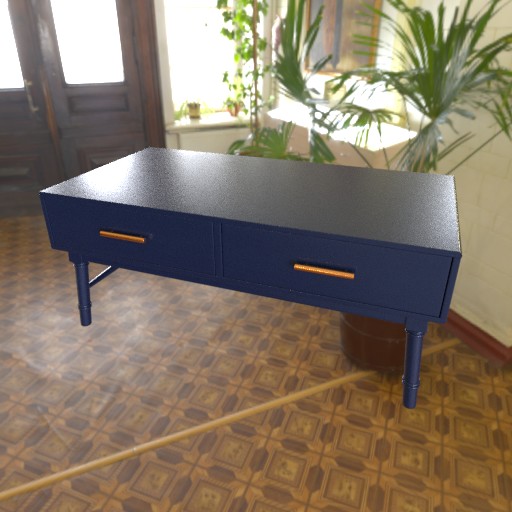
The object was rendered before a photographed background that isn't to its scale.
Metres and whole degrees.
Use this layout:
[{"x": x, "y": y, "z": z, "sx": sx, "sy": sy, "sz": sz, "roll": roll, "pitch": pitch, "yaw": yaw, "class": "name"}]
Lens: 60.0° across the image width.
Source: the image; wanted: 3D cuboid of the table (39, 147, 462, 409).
[{"x": 0.000, "y": 0.000, "z": 1.363, "sx": 1.067, "sy": 0.457, "sz": 0.572, "roll": 10, "pitch": 28, "yaw": 18, "class": "table"}]
